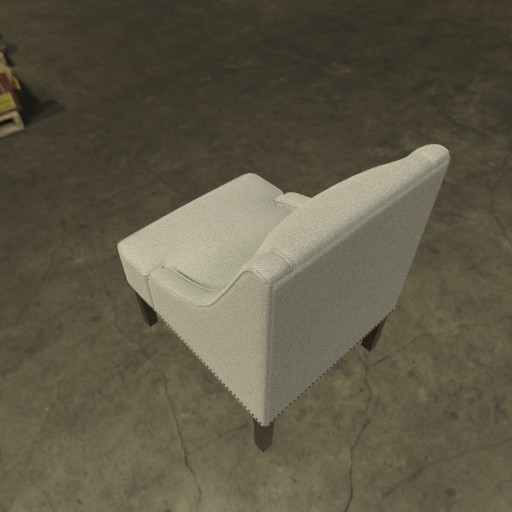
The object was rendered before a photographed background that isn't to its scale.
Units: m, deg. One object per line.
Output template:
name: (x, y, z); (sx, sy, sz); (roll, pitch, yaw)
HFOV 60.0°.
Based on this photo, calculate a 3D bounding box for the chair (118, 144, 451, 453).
chair: (0.000, 0.000, 1.422); (0.628, 0.872, 0.748); (-33, 55, -28)
